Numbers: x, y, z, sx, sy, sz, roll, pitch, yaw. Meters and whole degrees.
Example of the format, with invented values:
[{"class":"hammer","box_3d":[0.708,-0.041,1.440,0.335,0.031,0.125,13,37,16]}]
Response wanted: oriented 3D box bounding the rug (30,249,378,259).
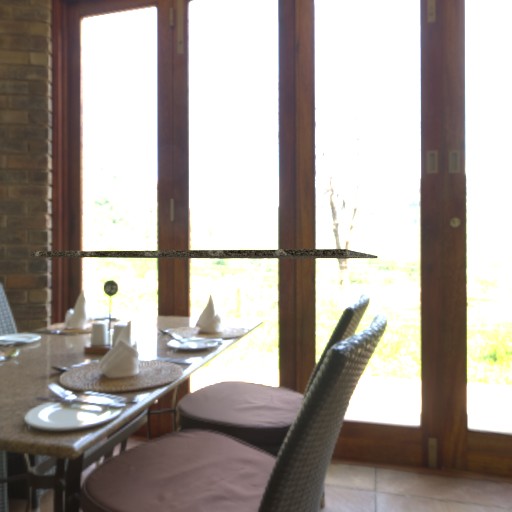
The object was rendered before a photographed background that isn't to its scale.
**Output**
[{"class":"rug","box_3d":[0.000,0.000,3.067,1.524,0.030,2.438,0,-1,18]}]
